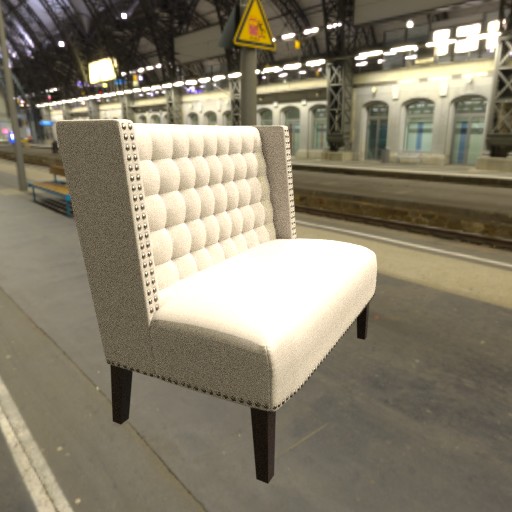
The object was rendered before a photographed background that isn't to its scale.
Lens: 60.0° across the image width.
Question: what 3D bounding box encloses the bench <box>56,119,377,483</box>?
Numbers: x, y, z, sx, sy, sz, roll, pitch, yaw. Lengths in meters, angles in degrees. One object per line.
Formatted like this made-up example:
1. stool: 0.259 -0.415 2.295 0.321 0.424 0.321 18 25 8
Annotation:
1. bench: 0.000 0.000 1.954 0.847 1.123 1.280 8 17 27
